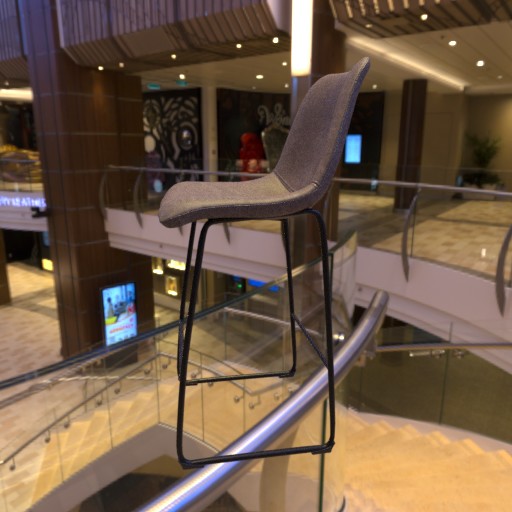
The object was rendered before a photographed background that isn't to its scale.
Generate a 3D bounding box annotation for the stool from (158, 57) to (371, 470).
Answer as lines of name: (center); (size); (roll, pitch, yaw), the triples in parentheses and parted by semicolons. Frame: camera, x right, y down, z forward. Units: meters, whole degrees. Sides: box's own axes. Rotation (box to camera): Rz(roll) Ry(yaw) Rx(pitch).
stool: (0.000, 0.000, 1.348); (0.561, 1.082, 0.514); (-2, 14, -9)
